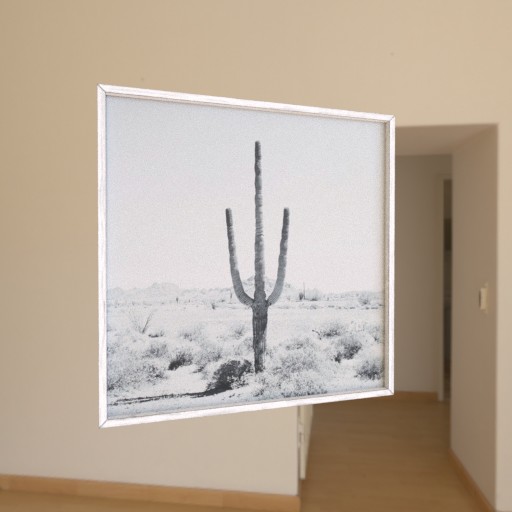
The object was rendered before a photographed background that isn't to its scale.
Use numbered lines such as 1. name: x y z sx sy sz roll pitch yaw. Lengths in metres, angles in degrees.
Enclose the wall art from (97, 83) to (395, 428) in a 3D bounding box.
1. wall art: 0.000 0.000 0.456 0.305 0.305 0.038 0 1 -18
